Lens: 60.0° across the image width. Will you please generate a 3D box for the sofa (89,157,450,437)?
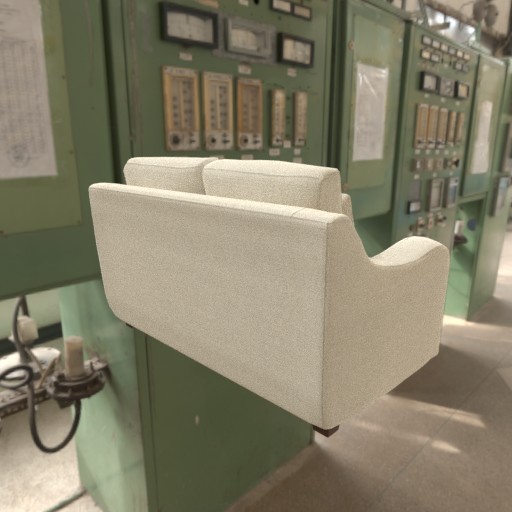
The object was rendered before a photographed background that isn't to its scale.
[{"bbox_3d":[0.000,0.000,2.388,1.744,1.047,1.040,14,20,43],"label":"sofa"}]
